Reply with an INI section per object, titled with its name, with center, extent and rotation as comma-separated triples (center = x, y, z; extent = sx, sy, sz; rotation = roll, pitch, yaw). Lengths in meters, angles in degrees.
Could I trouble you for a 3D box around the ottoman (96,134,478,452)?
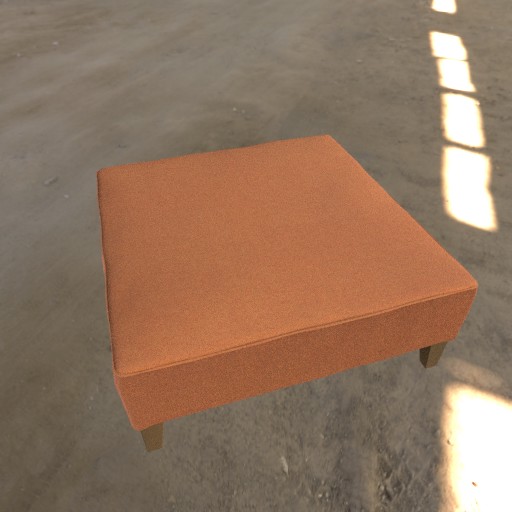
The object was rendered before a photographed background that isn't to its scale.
[ottoman]
center = 0.000, 0.000, 1.562
extent = 0.997, 0.438, 0.999
rotation = -12, 42, -13
